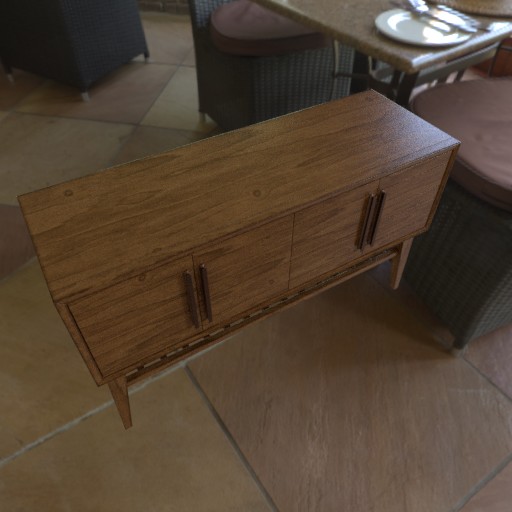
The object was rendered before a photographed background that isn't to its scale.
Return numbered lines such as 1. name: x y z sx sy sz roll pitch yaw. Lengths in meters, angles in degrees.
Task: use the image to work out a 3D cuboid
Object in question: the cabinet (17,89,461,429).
1. cabinet: 0.000 0.000 1.697 1.363 0.802 0.477 -23 50 -21
